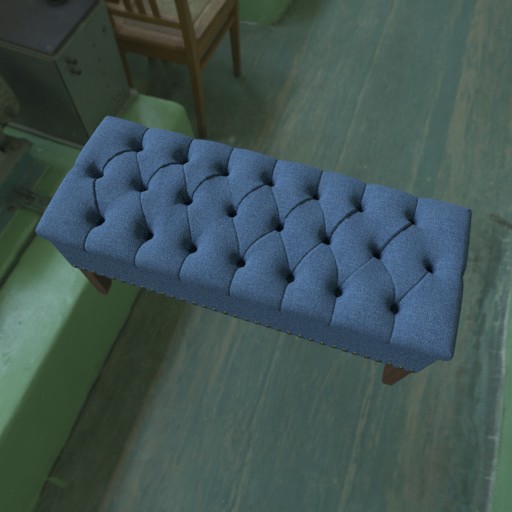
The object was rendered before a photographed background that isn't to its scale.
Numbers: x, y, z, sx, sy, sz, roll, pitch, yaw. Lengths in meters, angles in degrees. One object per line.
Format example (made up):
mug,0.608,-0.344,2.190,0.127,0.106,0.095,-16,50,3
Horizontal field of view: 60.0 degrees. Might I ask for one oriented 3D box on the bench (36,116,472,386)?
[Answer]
bench,0.000,0.000,1.318,1.052,0.492,0.417,16,65,8
